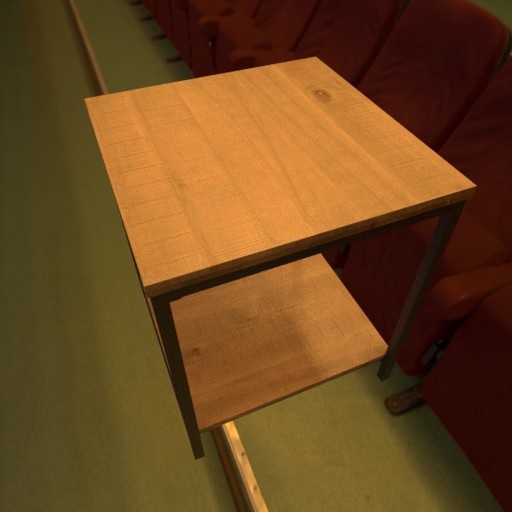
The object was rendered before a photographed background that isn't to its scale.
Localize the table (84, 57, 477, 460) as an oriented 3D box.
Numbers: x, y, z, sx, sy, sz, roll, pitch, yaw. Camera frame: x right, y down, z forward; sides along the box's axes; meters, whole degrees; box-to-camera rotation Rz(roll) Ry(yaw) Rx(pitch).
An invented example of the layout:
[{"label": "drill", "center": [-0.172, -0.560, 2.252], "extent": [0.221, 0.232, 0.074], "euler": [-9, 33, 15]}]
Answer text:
[{"label": "table", "center": [0.000, 0.000, 0.969], "extent": [0.503, 0.589, 0.507], "euler": [-17, 49, -16]}]
